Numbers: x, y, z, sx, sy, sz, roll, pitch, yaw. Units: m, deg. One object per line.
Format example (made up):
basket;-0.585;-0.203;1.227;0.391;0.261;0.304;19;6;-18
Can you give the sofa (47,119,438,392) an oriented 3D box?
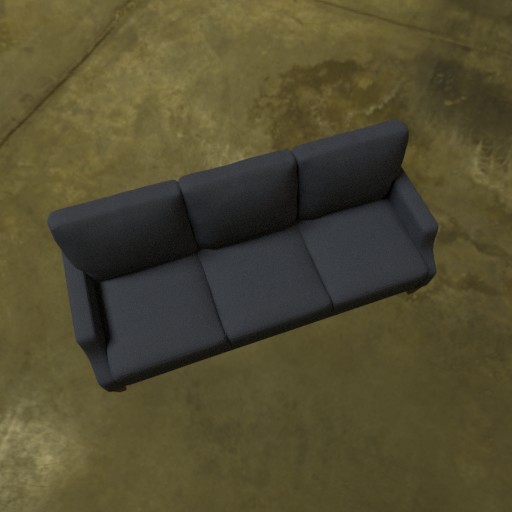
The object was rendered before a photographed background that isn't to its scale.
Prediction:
sofa;0.000;0.000;2.642;2.115;0.984;0.888;-17;63;-9
